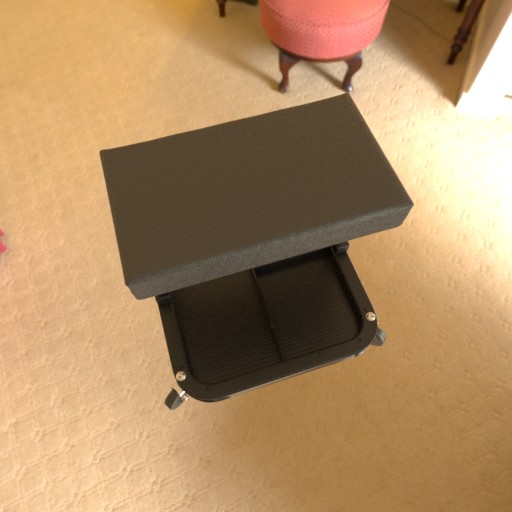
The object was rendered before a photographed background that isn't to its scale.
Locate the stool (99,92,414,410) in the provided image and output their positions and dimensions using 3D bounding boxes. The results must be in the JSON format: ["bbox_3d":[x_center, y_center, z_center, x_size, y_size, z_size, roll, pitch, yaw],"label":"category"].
[{"bbox_3d":[0.000,0.000,0.734,0.446,0.380,0.371,-16,63,-8],"label":"stool"}]
